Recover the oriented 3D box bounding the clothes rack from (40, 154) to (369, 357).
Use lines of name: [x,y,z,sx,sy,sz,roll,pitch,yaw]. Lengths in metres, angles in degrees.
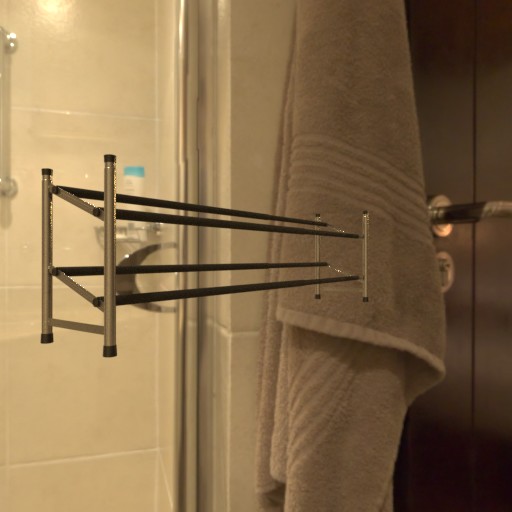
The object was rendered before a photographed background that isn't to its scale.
clothes rack: [0.000,0.000,1.292,0.229,0.349,1.168,0,0,36]
